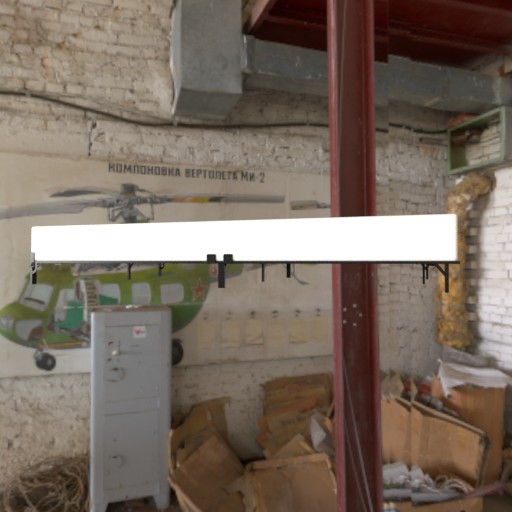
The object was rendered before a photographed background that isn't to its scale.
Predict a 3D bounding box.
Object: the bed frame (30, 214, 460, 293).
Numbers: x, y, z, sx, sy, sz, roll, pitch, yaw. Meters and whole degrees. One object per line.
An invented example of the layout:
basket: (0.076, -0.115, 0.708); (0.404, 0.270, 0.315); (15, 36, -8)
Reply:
bed frame: (0.000, 0.000, 3.816); (2.987, 0.440, 1.930); (0, -1, 18)
